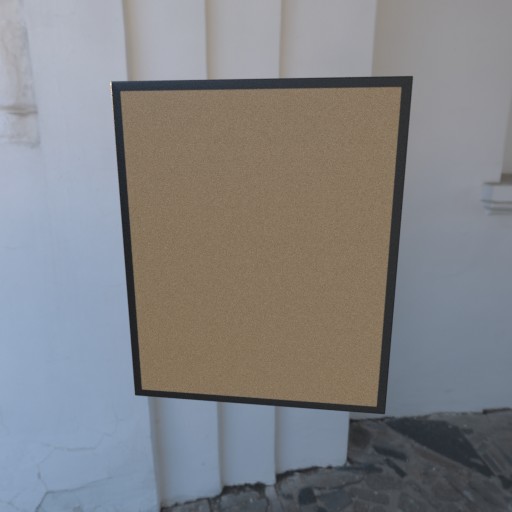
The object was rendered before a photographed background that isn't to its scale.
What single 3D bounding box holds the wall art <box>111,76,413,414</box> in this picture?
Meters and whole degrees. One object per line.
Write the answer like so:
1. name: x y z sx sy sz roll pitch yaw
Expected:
1. wall art: 0.000 0.000 0.780 0.481 0.582 0.018 2 15 7
